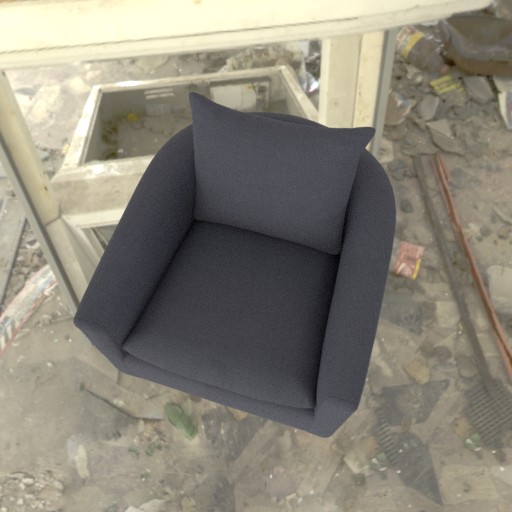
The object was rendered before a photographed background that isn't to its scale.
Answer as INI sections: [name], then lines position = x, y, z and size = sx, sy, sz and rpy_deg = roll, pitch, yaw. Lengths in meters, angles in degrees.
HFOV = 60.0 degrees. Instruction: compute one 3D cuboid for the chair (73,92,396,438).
[chair]
position = 0.000, 0.000, 1.546
size = 0.845, 0.848, 0.910
rpy_deg = 15, 60, 9
